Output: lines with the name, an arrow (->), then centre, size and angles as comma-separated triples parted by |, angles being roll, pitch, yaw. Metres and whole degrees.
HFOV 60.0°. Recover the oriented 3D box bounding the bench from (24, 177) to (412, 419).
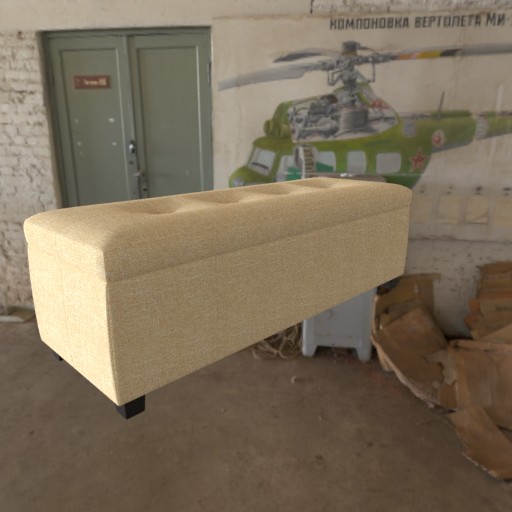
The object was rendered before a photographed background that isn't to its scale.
bench -> 0.000, 0.000, 1.409 | 1.219, 0.406, 0.432 | -16, 22, -43
